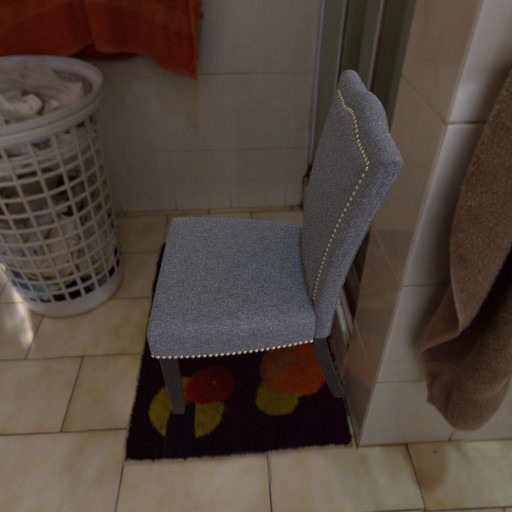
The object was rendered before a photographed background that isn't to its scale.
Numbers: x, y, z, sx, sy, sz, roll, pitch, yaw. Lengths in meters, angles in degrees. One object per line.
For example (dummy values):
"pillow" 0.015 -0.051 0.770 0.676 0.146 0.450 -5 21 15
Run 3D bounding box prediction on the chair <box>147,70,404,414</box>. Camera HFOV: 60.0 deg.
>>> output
"chair" 0.000 0.000 1.305 0.589 0.946 0.518 0 41 -1
